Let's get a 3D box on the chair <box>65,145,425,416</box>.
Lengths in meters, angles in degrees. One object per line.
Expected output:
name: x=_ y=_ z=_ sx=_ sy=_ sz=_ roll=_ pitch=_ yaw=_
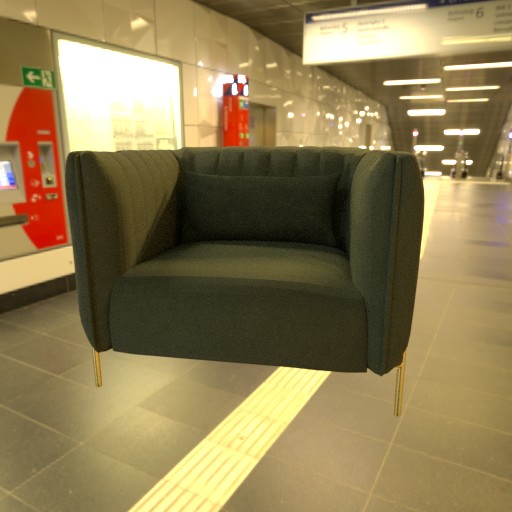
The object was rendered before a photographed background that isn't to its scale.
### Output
chair: x=0.000 y=0.000 z=1.644 sx=1.032 sy=0.794 sz=0.877 roll=2 pitch=14 yaw=10
